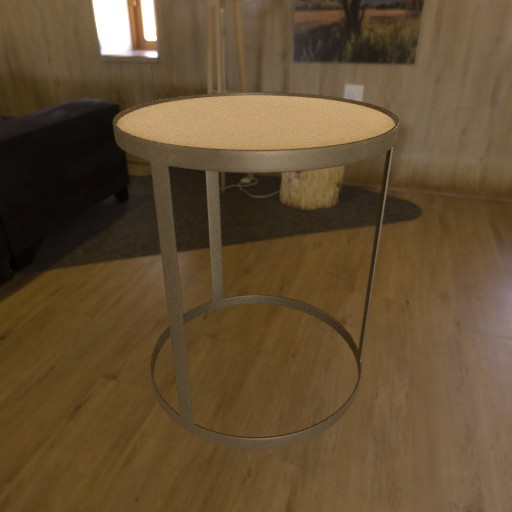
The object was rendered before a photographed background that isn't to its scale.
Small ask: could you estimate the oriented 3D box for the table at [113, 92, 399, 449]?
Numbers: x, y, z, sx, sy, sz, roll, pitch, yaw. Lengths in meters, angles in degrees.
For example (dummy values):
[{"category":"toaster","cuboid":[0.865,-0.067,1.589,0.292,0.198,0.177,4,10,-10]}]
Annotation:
[{"category":"table","cuboid":[0.000,0.000,0.906,0.480,0.565,0.480,0,29,0]}]
